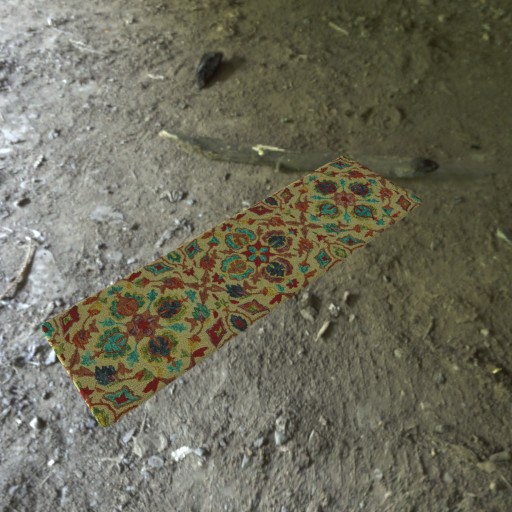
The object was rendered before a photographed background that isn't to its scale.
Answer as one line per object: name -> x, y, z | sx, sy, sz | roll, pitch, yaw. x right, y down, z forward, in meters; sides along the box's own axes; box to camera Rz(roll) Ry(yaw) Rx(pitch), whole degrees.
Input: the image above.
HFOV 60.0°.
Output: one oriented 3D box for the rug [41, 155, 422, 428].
rug -> 0.000, 0.000, 2.541 | 2.273, 0.016, 0.693 | -32, 55, -26
